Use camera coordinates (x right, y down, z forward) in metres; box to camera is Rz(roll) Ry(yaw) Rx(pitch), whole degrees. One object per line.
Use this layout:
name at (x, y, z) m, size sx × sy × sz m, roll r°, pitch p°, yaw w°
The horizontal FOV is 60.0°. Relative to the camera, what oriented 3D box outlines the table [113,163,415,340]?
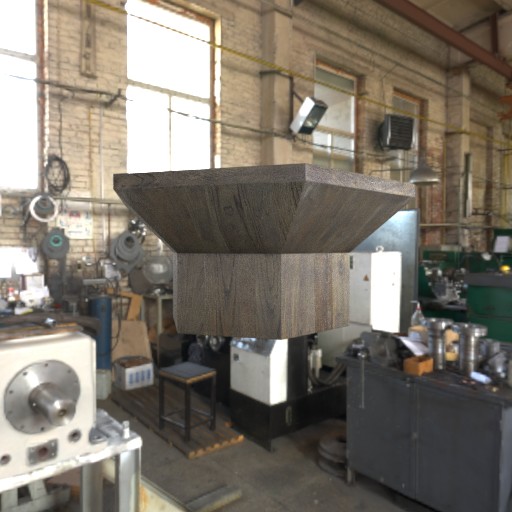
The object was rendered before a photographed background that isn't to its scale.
table at (0.000, 0.000, 1.652) m, size 1.115 × 0.488 × 0.966 m, roll 0°, pitch 1°, yaw 17°
